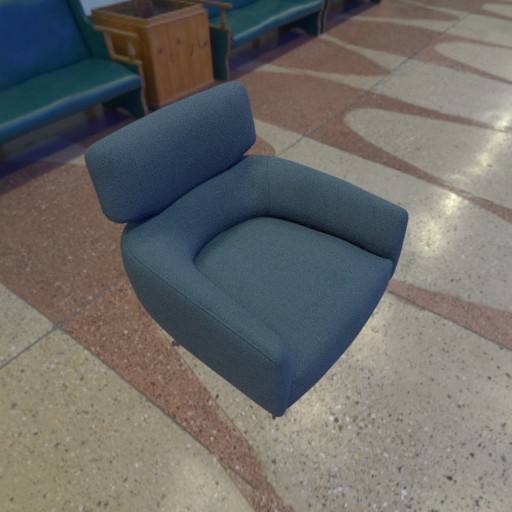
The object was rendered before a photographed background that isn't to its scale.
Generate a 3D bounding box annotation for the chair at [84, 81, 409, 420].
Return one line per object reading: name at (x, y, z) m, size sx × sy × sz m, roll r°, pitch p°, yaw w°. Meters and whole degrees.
chair at (0.000, 0.000, 1.426) m, size 0.761 × 0.813 × 0.738 m, roll 28°, pitch 49°, yaw 27°
